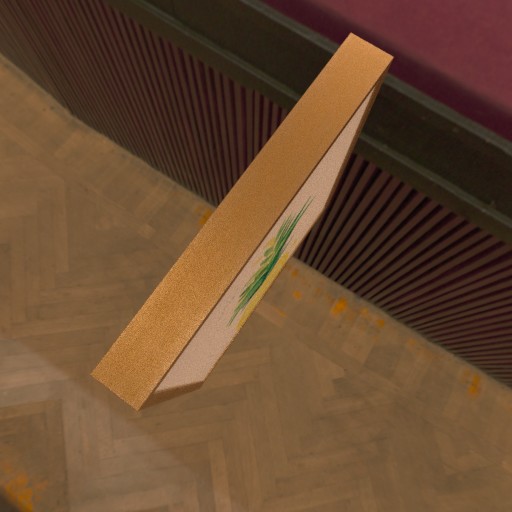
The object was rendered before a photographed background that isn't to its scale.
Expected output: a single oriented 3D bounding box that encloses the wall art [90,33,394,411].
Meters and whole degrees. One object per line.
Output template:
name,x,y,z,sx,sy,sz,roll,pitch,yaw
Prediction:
wall art,0.000,0.000,0.450,0.038,0.305,0.306,34,78,8
